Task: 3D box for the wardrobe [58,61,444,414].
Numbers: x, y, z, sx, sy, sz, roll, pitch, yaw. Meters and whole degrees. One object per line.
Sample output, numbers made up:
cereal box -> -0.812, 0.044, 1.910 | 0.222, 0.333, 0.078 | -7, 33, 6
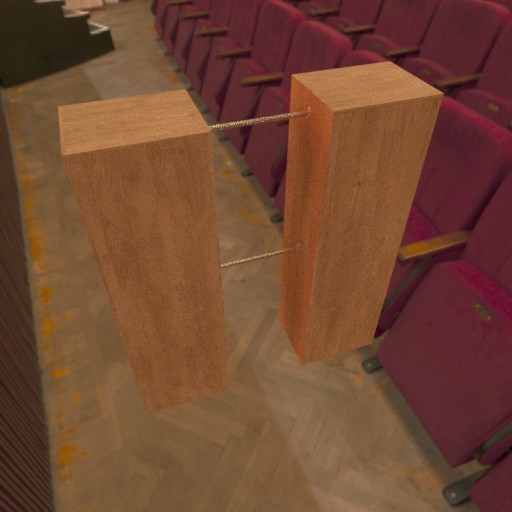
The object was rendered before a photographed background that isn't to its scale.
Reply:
wardrobe -> 0.000, 0.000, 2.773 | 1.770, 2.000, 0.480 | -14, 44, -15
